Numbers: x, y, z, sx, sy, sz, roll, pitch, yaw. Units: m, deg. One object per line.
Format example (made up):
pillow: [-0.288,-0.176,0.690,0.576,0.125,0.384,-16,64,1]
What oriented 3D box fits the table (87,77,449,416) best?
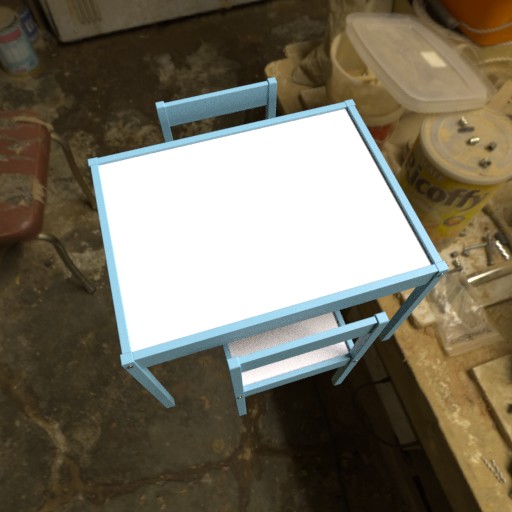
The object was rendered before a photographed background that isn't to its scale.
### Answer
table: [0.000,0.000,1.101,0.639,0.503,0.633,-15,63,-8]
